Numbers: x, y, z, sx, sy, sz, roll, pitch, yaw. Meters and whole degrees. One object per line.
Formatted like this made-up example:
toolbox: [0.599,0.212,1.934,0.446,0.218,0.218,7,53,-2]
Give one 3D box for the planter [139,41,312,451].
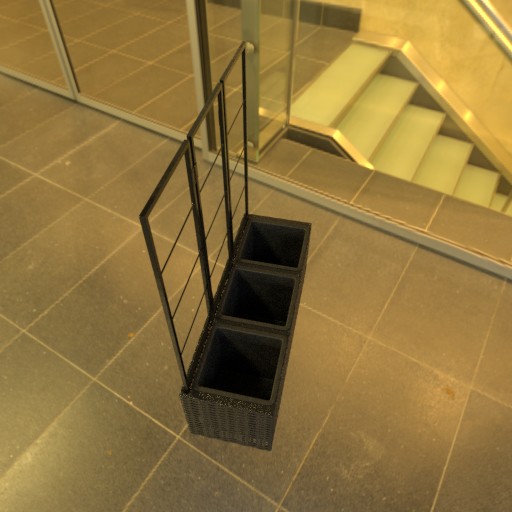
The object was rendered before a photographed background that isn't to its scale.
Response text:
planter: [0.000,0.000,1.189,0.244,0.841,0.698,9,48,8]
